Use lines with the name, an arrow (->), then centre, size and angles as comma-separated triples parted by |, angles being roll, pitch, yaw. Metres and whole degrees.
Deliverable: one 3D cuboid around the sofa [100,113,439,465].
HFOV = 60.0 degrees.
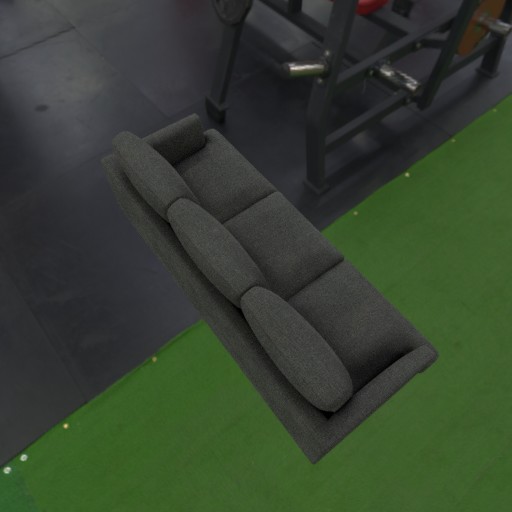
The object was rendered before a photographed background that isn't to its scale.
sofa -> 0.000, 0.000, 2.756 | 0.903, 0.930, 2.246 | -33, 64, -18
